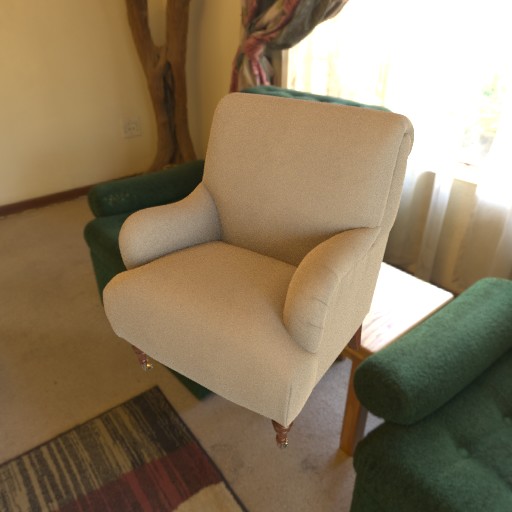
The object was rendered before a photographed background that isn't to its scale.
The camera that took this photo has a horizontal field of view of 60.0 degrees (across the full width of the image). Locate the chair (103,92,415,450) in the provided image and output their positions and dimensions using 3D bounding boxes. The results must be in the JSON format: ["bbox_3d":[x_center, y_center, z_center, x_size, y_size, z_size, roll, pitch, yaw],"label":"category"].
[{"bbox_3d":[0.000,0.000,1.550,0.766,0.942,0.842,19,35,29],"label":"chair"}]
